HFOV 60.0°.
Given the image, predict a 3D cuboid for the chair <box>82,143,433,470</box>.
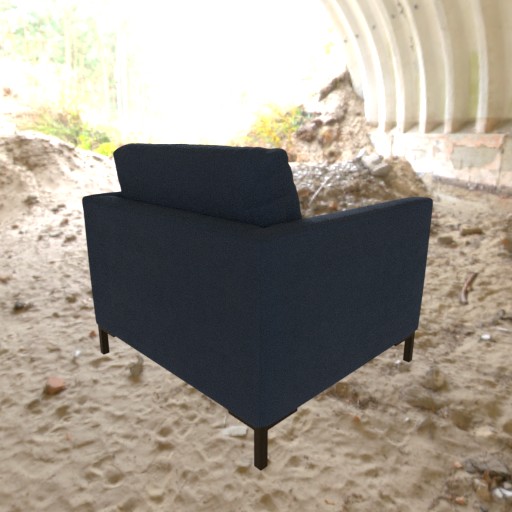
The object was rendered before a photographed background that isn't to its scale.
[{"bbox_3d":[0.000,0.000,1.634,0.875,0.812,0.964,-15,21,-43],"label":"chair"}]
